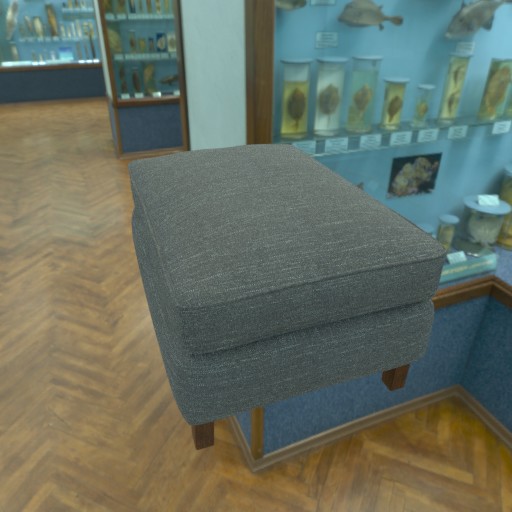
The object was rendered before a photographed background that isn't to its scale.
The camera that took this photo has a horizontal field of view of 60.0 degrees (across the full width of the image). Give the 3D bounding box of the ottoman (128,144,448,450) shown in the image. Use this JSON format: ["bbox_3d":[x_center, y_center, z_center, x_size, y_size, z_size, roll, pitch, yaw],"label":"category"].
[{"bbox_3d":[0.000,0.000,1.008,0.508,0.406,0.686,-10,32,-17],"label":"ottoman"}]
